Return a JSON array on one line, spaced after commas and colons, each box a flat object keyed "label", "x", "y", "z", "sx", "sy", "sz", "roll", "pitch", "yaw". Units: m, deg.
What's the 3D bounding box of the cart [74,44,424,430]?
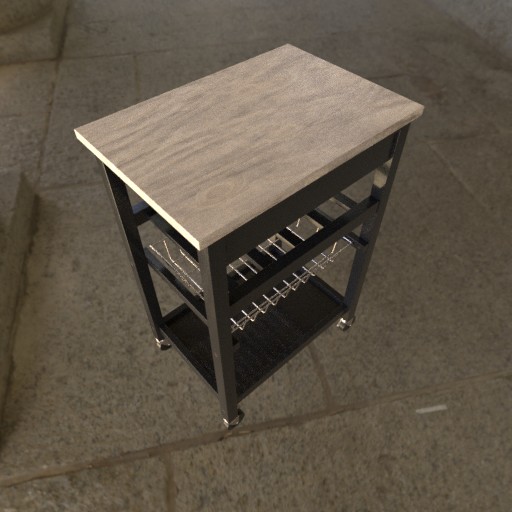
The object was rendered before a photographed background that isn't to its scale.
[{"label": "cart", "x": 0.000, "y": 0.000, "z": 1.194, "sx": 0.584, "sy": 0.839, "sz": 0.403, "roll": -34, "pitch": 56, "yaw": -26}]
